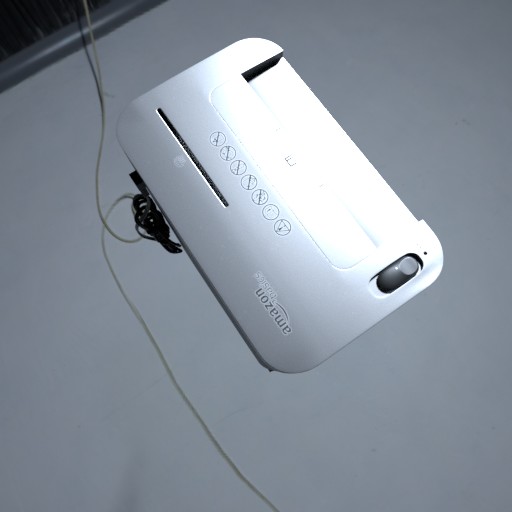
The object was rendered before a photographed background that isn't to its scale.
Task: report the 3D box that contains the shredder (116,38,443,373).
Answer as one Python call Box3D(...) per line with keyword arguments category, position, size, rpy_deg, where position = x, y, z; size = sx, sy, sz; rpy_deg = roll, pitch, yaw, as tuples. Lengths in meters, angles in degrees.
Box3D(category="shredder", position=(0.000, 0.000, 0.613), size=(0.237, 0.419, 0.311), rpy_deg=(-33, 77, -8))
